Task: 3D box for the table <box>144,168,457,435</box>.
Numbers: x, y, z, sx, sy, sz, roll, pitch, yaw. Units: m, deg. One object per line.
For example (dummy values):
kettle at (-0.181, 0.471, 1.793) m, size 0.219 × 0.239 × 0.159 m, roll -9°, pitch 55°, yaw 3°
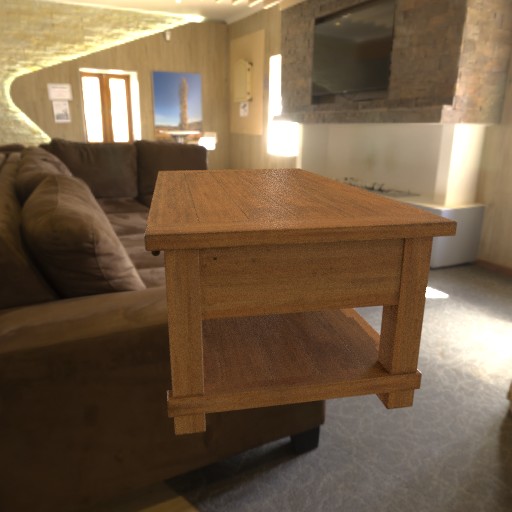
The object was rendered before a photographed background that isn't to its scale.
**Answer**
table at (0.000, 0.000, 1.592) m, size 0.693 × 0.494 × 1.270 m, roll -3°, pitch 17°, yaw -10°
